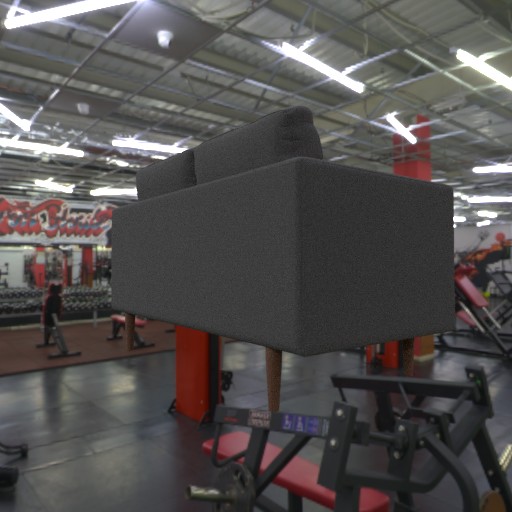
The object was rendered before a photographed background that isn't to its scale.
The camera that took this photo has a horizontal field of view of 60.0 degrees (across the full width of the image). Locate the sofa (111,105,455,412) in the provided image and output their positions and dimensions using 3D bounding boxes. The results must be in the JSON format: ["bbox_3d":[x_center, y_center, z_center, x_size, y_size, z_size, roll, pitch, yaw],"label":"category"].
[{"bbox_3d":[0.000,0.000,1.938,0.796,0.908,1.430,1,-1,-37],"label":"sofa"}]
